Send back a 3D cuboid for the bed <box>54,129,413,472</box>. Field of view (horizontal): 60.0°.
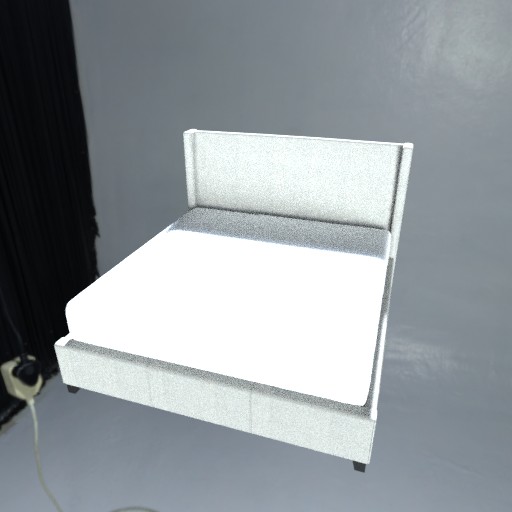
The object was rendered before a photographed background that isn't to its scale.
[{"bbox_3d":[0.000,0.000,3.523,2.140,1.470,2.280,8,27,16],"label":"bed"}]
